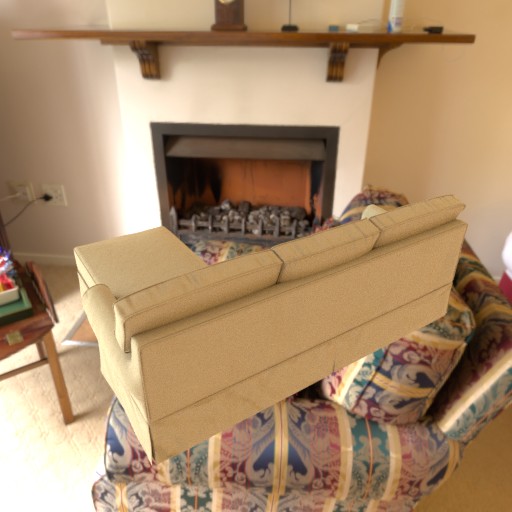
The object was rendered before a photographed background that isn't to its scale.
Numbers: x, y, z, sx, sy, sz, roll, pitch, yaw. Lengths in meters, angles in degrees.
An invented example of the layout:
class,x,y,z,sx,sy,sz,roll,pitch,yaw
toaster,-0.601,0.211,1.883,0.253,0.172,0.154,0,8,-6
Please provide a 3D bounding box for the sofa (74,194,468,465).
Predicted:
class,x,y,z,sx,sy,sz,roll,pitch,yaw
sofa,0.000,0.000,3.245,2.475,0.978,1.733,-18,33,-29
